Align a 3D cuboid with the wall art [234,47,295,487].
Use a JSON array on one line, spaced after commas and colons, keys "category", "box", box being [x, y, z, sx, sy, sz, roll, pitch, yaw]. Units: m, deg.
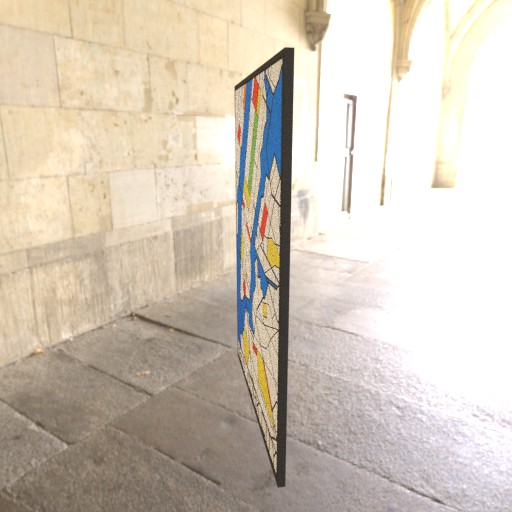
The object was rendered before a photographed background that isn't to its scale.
[{"category": "wall art", "box": [0.000, 0.000, 0.851, 0.013, 0.657, 0.457, -3, 15, -10]}]
